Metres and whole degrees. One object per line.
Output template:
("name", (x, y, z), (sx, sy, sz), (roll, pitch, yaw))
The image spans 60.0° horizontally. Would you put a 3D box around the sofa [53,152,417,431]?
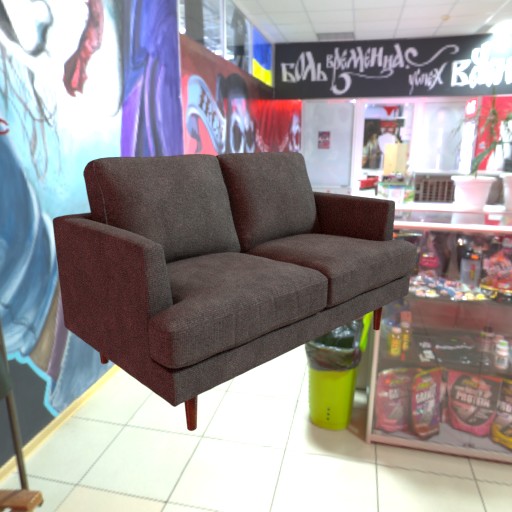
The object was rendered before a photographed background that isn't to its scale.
("sofa", (0.000, 0.000, 2.138), (1.582, 0.956, 0.903), (-14, 20, -42))
